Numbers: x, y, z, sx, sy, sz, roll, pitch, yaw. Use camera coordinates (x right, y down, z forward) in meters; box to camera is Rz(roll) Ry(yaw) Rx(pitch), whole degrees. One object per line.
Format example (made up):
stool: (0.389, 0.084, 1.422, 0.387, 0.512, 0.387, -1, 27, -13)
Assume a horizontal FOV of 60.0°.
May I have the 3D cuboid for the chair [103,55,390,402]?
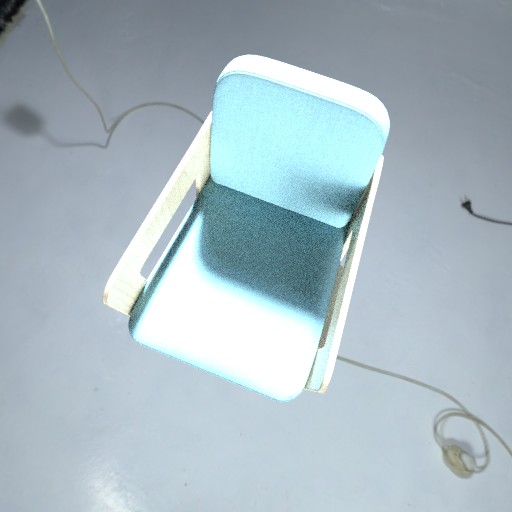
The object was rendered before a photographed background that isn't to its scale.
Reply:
chair: (0.000, 0.000, 1.295, 0.590, 0.800, 0.710, 21, 75, 6)
